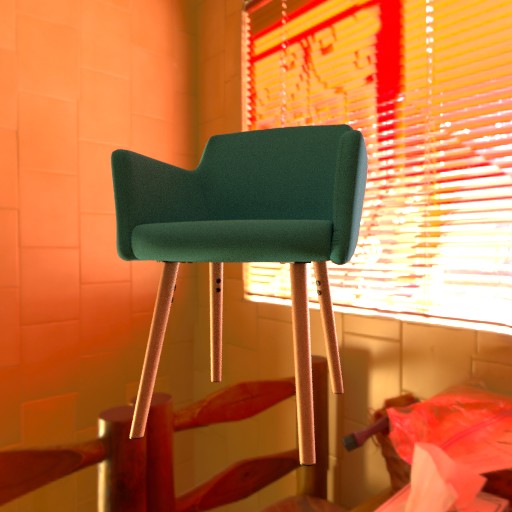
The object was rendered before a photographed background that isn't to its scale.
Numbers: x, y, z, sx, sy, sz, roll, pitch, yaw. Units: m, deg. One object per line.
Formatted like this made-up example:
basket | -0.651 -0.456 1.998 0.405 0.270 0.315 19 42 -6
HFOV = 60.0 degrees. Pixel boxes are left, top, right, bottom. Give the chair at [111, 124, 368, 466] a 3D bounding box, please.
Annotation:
chair | 0.000 0.000 1.140 0.570 0.780 0.540 0 1 18
